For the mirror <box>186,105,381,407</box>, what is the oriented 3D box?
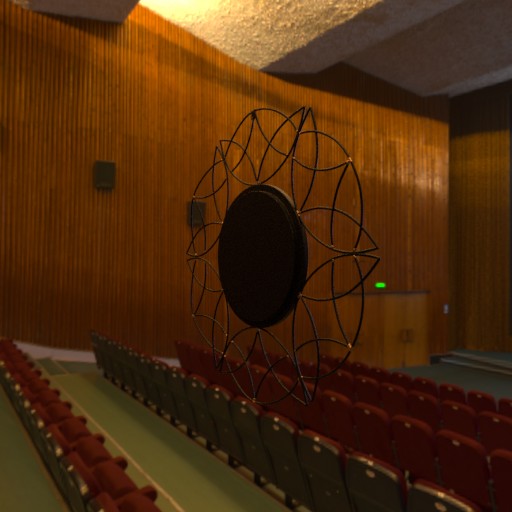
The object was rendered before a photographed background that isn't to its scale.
[{"bbox_3d":[0.000,0.000,1.176,0.028,0.775,0.797,0,-1,-37],"label":"mirror"}]
